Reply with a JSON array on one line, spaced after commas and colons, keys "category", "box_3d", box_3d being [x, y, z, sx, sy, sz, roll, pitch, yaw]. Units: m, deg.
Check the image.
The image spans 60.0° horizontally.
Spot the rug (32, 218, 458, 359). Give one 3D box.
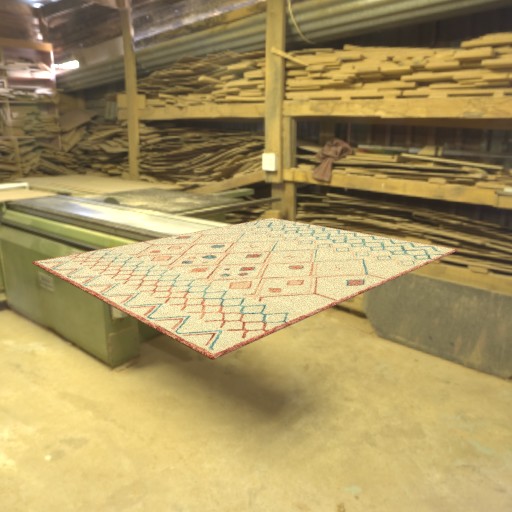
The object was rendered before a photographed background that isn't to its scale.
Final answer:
[{"category": "rug", "box_3d": [0.000, 0.000, 4.043, 2.441, 0.016, 3.050, 15, 21, 43]}]
